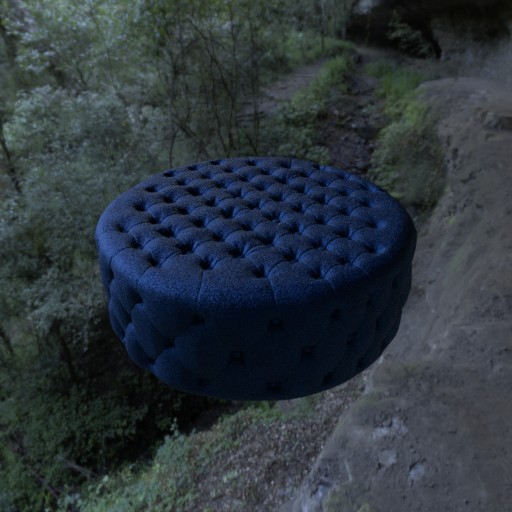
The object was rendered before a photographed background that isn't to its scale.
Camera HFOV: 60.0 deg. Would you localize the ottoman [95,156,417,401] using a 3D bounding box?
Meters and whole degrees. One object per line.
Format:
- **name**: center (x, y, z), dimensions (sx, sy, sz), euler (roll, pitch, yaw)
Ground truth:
- **ottoman**: center (0.000, 0.000, 1.494), dimensions (0.998, 0.398, 0.998), euler (0, 33, 0)
